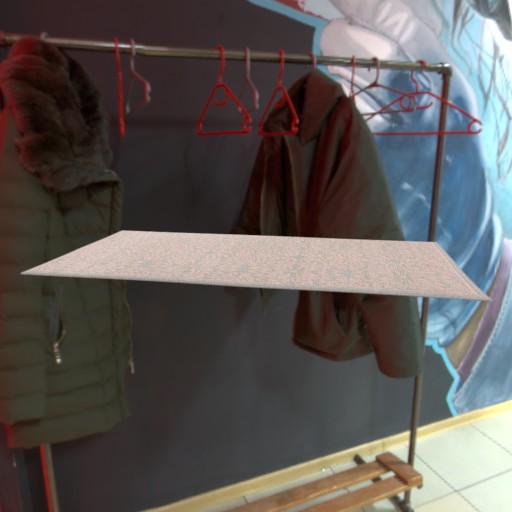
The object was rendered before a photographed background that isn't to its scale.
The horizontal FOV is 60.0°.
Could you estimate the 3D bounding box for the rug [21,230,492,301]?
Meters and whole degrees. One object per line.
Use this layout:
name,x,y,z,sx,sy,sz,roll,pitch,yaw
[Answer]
rug,0.000,0.000,1.412,1.219,0.007,0.604,3,15,10
